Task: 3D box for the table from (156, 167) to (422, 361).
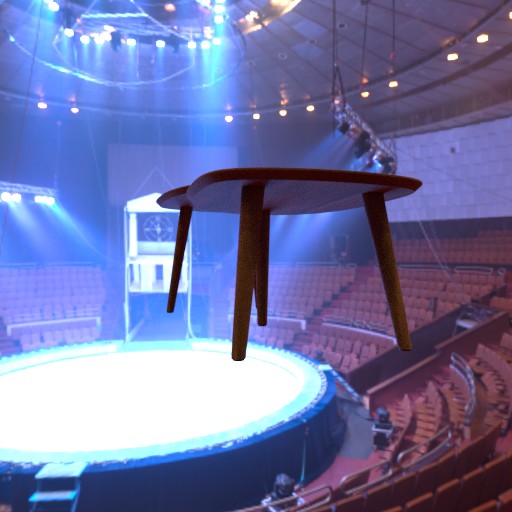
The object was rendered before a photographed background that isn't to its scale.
[{"bbox_3d":[0.000,0.000,1.372,0.527,0.429,1.084,0,-1,-19],"label":"table"}]
